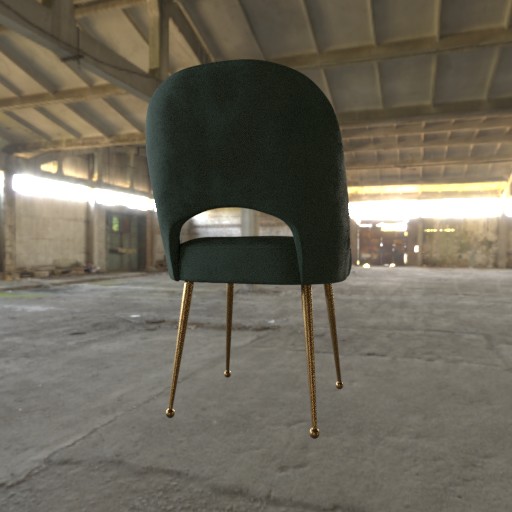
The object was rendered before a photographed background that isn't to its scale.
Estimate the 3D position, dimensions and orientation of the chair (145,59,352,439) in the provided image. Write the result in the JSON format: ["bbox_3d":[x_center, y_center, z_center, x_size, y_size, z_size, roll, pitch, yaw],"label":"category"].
[{"bbox_3d":[0.000,0.000,1.248,0.527,0.860,0.577,0,1,19],"label":"chair"}]
